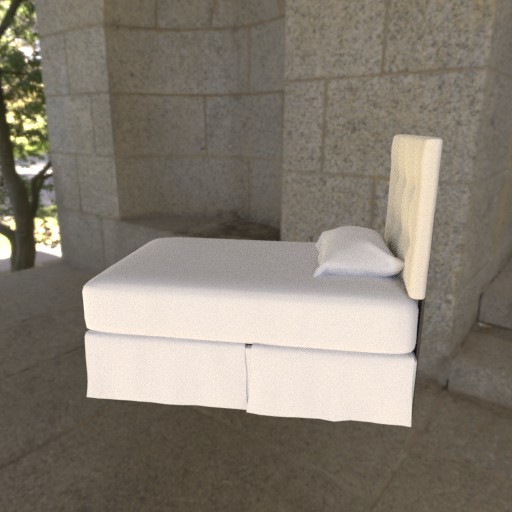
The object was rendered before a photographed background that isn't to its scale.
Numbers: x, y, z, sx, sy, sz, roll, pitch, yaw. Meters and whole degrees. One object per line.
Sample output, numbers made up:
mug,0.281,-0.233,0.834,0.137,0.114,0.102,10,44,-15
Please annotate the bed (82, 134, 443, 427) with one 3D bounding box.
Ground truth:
bed,0.000,0.000,2.976,1.997,1.571,1.261,3,16,9
